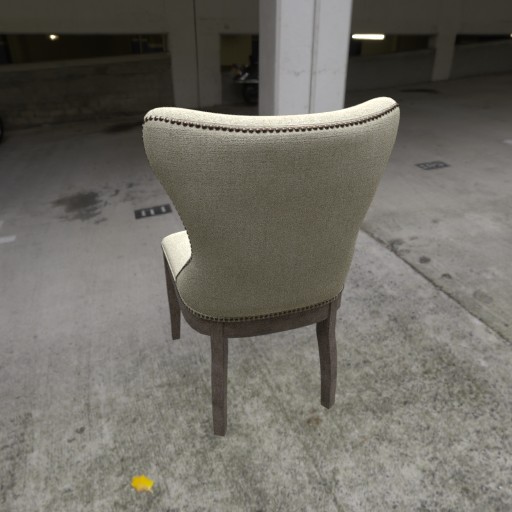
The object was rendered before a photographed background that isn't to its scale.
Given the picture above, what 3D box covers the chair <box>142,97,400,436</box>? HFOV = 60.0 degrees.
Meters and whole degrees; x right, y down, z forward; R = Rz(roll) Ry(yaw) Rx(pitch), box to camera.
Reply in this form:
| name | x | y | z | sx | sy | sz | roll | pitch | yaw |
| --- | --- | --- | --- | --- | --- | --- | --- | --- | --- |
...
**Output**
| name | x | y | z | sx | sy | sz | roll | pitch | yaw |
| --- | --- | --- | --- | --- | --- | --- | --- | --- | --- |
| chair | 0.000 | 0.000 | 1.435 | 0.654 | 1.002 | 0.681 | -8 | 28 | -16 |
